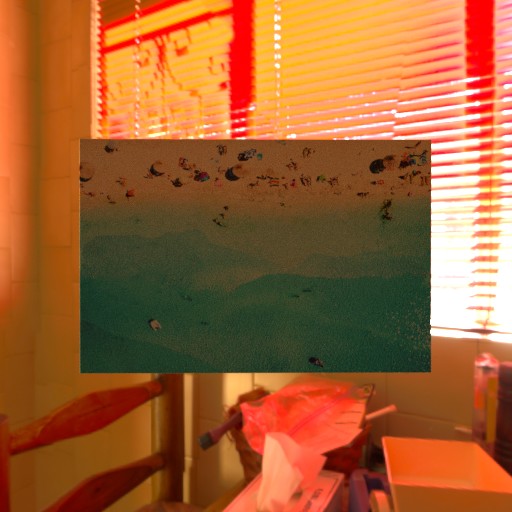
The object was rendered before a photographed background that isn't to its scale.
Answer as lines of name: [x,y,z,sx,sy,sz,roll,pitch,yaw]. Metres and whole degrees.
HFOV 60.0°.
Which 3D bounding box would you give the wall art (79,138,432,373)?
wall art: [0.000,0.000,0.786,0.609,0.406,0.039,0,0,-1]
